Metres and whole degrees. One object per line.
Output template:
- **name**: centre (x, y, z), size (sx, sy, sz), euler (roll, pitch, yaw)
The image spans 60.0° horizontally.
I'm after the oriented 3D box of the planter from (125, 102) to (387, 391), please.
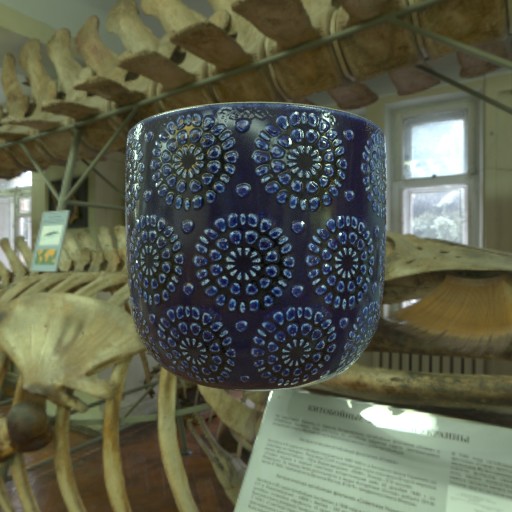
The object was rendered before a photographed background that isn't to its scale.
- **planter**: centre (0.000, 0.000, 0.292), size (0.165, 0.149, 0.165), euler (0, 0, 0)
